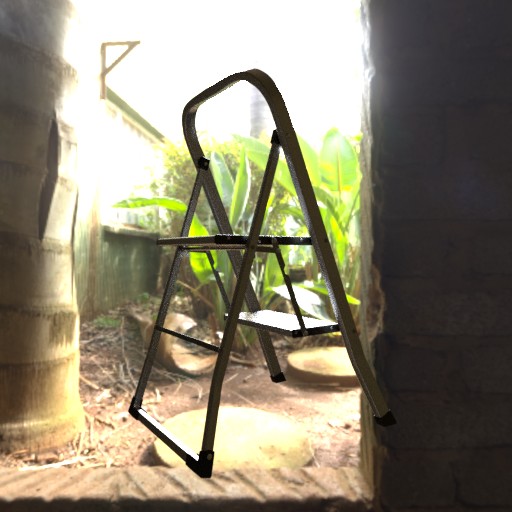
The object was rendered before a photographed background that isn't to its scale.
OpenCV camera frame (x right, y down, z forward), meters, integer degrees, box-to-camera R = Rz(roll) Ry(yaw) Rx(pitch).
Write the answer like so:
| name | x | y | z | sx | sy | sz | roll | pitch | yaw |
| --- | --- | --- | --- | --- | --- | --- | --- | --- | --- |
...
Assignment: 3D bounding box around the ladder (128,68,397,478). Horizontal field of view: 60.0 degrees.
| name | x | y | z | sx | sy | sz | roll | pitch | yaw |
| --- | --- | --- | --- | --- | --- | --- | --- | --- | --- |
| ladder | 0.000 | 0.000 | 1.135 | 0.530 | 0.830 | 0.465 | 0 | 1 | -35 |
